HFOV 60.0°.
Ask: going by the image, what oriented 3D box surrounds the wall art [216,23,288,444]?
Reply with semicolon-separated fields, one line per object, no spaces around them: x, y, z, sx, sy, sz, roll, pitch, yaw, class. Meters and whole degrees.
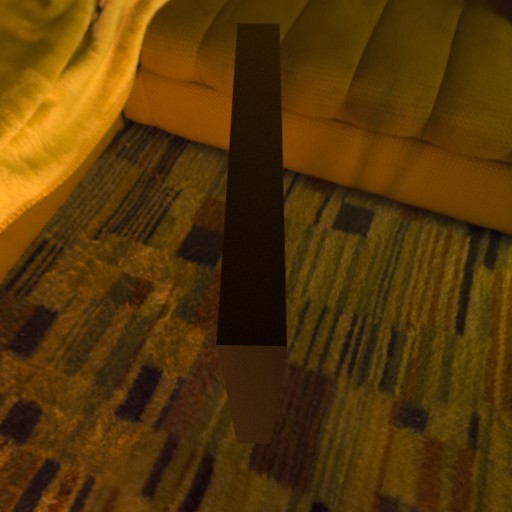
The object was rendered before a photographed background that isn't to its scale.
0.000;0.000;0.447;0.038;0.304;0.304;1;58;0;wall art
